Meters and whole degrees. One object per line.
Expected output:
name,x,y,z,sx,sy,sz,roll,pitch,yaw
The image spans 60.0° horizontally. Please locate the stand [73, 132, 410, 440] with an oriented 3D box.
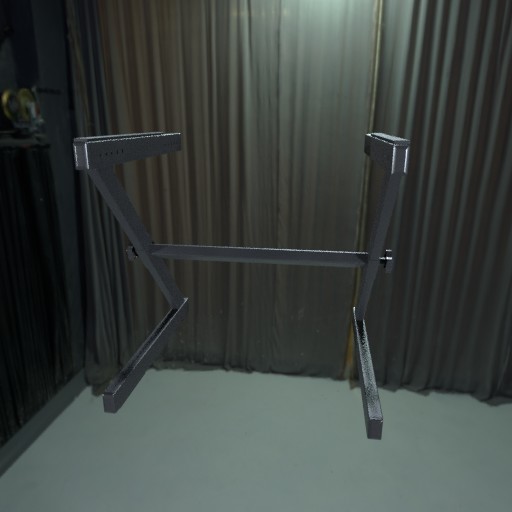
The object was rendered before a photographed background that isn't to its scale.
stand,0.000,0.000,1.165,0.700,0.617,0.586,3,17,8
